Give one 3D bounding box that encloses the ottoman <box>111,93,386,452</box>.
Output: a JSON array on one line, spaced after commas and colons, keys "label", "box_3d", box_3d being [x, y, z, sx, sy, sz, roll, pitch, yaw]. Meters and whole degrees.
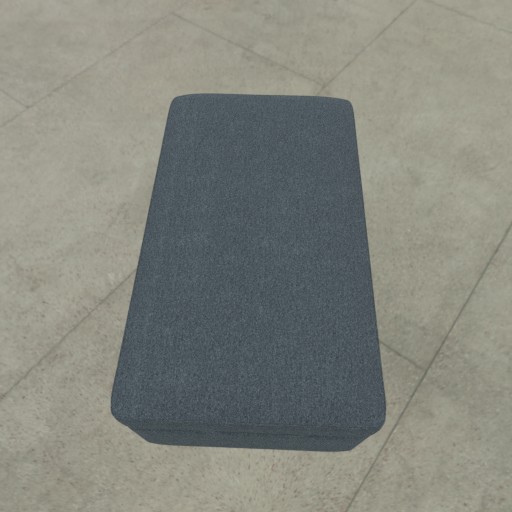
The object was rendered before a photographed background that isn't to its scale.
[{"label": "ottoman", "box_3d": [0.000, 0.000, 1.518, 0.681, 0.494, 1.173, 2, 59, 1]}]
